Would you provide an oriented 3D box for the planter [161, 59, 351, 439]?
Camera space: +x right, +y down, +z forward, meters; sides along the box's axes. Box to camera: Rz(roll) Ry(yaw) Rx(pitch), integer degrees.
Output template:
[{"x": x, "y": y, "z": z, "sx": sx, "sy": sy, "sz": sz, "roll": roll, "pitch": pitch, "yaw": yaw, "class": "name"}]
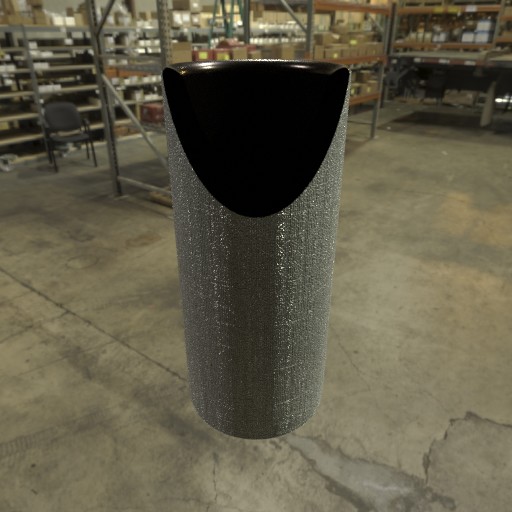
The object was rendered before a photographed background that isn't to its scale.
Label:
[{"x": 0.000, "y": 0.000, "z": 0.130, "sx": 0.045, "sy": 0.103, "sz": 0.045, "roll": 19, "pitch": 33, "yaw": 32, "class": "planter"}]
